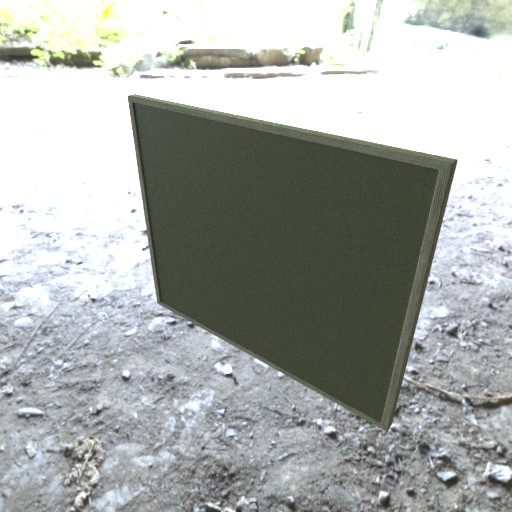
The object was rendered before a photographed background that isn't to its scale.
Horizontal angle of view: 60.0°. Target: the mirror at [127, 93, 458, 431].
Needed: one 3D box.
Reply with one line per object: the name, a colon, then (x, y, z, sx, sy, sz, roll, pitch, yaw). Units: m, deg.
mirror: (0.000, 0.000, 1.135, 0.839, 0.689, 0.028, 22, 38, 31)
